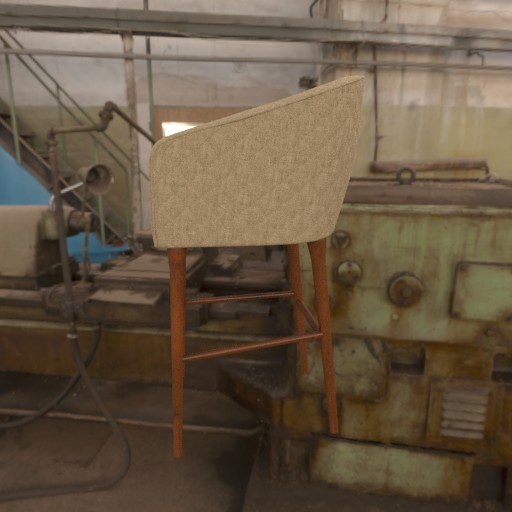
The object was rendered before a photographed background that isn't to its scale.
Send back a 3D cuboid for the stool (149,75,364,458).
[{"bbox_3d":[0.000,0.000,1.422,0.607,1.078,0.559,-2,15,-8],"label":"stool"}]
